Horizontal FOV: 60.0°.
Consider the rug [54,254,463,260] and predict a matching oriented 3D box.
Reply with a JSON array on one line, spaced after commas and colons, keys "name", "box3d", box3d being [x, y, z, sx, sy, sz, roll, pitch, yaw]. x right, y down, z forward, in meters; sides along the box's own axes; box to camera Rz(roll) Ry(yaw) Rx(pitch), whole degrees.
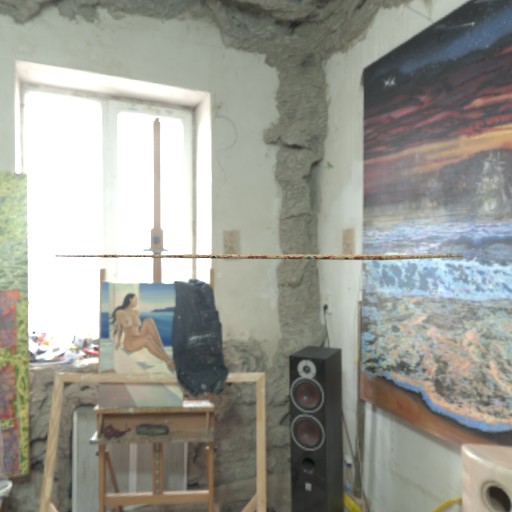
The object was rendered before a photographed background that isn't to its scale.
[{"name": "rug", "box3d": [0.000, 0.000, 2.387, 1.838, 0.013, 1.226, 0, 0, 35]}]
